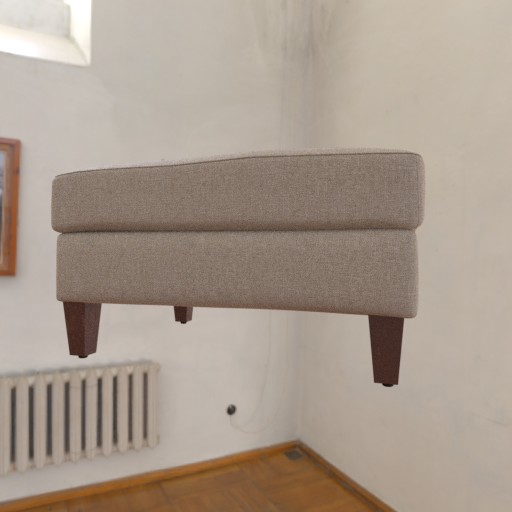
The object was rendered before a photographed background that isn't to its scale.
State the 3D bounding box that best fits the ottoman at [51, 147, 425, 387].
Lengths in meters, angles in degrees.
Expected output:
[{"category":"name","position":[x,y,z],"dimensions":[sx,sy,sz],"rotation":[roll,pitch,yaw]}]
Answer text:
[{"category":"ottoman","position":[0.000,0.000,1.285],"dimensions":[0.898,0.519,0.677],"rotation":[0,1,18]}]
